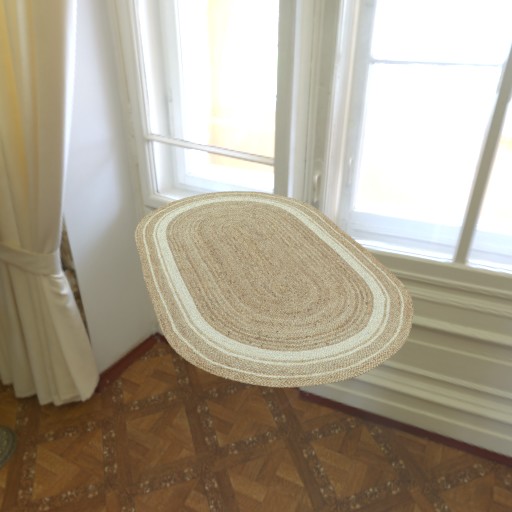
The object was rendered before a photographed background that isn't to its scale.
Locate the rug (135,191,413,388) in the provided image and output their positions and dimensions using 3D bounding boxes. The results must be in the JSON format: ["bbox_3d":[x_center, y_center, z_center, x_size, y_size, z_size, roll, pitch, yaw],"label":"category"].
[{"bbox_3d":[0.000,0.000,3.040,1.520,0.006,2.432,-10,32,-17],"label":"rug"}]
